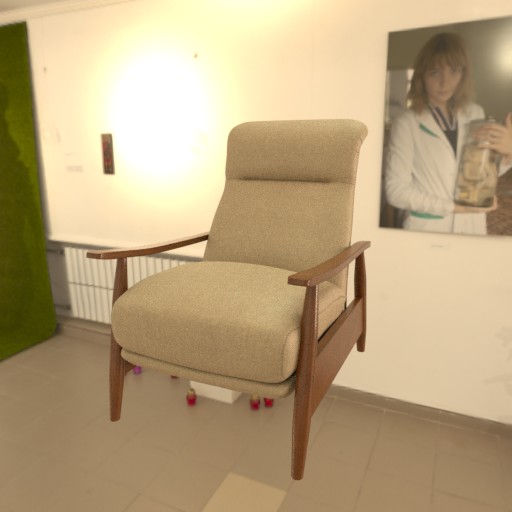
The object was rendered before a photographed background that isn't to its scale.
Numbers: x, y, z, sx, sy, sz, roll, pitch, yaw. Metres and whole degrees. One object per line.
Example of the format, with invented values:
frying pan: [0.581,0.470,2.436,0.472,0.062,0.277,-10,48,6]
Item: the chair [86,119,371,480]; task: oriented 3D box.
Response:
chair: [0.000,0.000,1.761,0.762,1.082,1.030,6,15,24]
